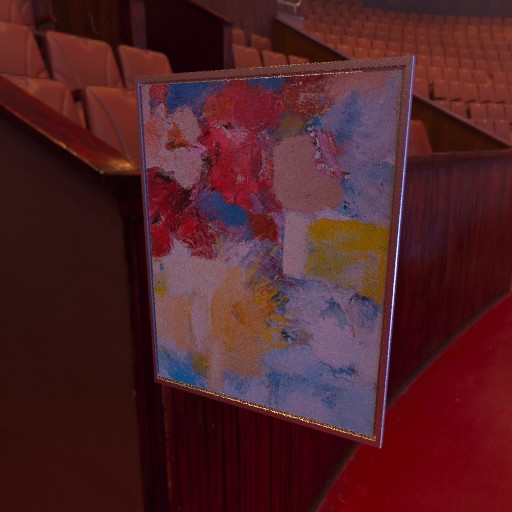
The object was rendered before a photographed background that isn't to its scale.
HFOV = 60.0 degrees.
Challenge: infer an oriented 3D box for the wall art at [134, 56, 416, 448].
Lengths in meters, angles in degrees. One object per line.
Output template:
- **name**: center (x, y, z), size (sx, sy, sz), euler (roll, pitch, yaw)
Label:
- **wall art**: center (0.000, 0.000, 1.330), size (0.816, 1.046, 0.030), euler (7, 17, 25)
